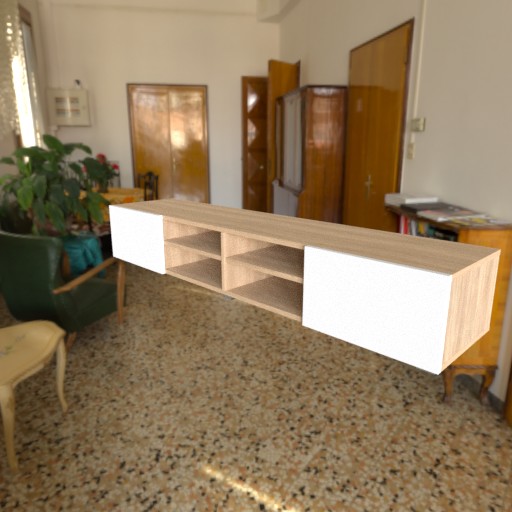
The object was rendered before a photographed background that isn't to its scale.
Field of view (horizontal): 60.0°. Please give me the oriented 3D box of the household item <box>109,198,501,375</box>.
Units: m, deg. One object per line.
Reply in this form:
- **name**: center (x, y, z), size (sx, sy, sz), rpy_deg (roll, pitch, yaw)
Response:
- **household item**: center (0.000, 0.000, 1.982), size (1.850, 0.310, 0.420), rpy_deg (14, 20, 43)
